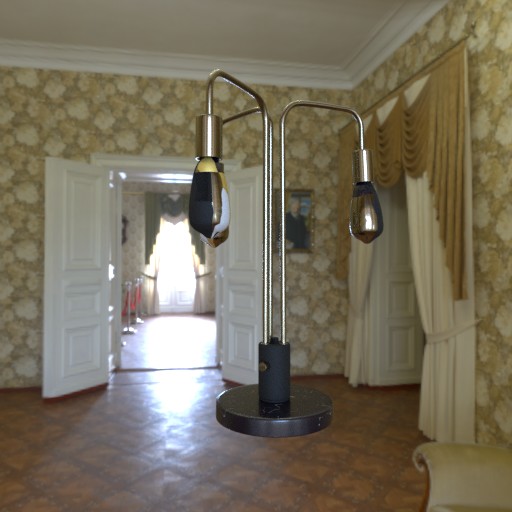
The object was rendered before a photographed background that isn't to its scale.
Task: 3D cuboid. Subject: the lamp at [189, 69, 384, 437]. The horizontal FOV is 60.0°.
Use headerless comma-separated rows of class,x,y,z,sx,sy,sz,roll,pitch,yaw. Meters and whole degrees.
lamp,0.000,0.000,0.788,0.355,0.560,0.368,0,-1,34
